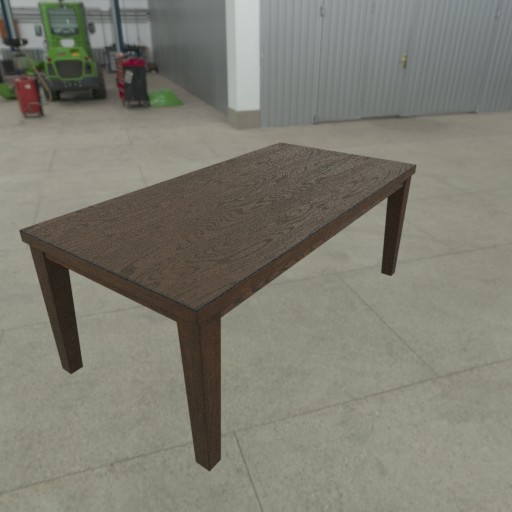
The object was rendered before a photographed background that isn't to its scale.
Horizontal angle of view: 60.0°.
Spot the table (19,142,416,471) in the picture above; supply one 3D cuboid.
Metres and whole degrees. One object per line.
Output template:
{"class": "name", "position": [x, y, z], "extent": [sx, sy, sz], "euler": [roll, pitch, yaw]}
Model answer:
{"class": "table", "position": [0.000, 0.000, 2.476], "extent": [1.016, 0.762, 1.981], "euler": [19, 33, 32]}
